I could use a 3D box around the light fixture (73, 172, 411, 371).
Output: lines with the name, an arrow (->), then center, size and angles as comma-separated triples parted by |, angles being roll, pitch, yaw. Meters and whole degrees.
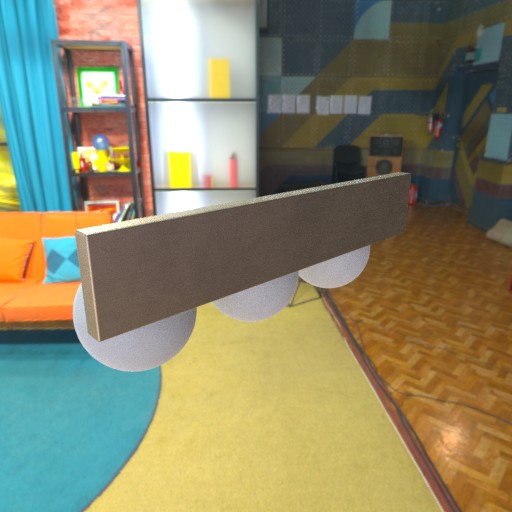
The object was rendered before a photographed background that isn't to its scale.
light fixture -> 0.000, 0.000, 0.833 | 0.721, 0.263, 0.218 | -17, 24, -41
